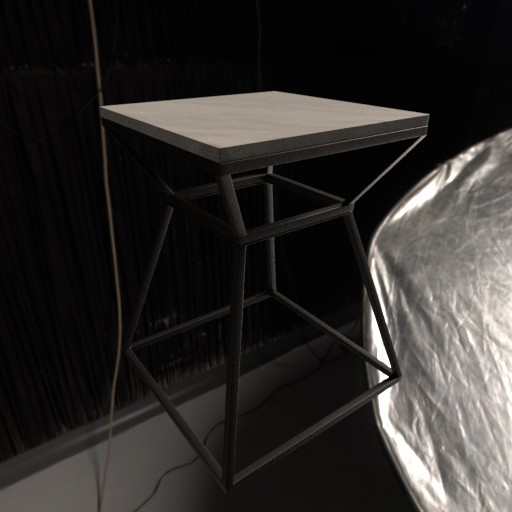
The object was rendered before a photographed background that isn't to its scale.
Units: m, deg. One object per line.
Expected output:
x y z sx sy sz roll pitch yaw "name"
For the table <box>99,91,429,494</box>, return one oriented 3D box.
0.000 0.000 0.885 0.455 0.559 0.455 -18 32 -32 "table"
